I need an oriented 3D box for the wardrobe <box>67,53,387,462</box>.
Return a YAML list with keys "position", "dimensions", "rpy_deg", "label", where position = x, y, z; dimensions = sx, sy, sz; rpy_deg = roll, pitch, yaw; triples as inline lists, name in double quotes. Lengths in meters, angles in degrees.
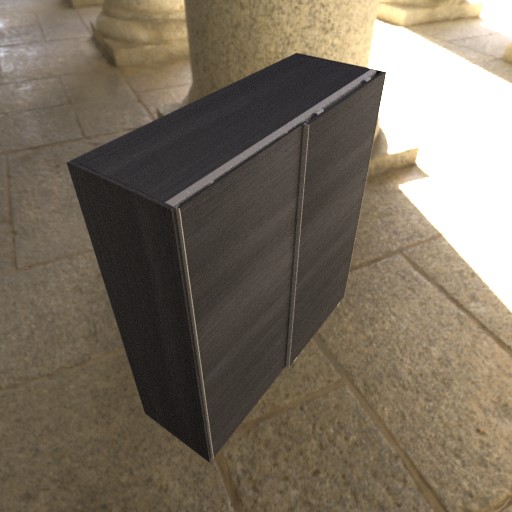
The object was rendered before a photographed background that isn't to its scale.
- position: [0.000, 0.000, 2.852]
  dimensions: [0.629, 1.960, 1.780]
  rpy_deg: [25, 47, 26]
  label: "wardrobe"
